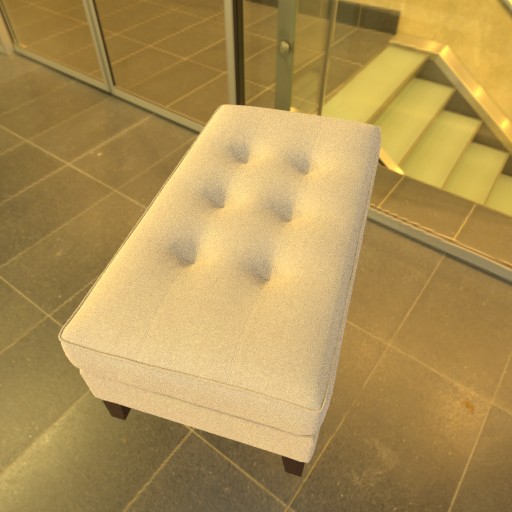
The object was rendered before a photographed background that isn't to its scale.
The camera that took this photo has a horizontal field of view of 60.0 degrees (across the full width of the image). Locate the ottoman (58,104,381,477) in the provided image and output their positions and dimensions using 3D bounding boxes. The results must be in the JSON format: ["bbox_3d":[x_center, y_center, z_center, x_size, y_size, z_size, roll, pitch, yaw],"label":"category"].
[{"bbox_3d":[0.000,0.000,1.471,0.648,0.508,1.143,13,49,11],"label":"ottoman"}]
